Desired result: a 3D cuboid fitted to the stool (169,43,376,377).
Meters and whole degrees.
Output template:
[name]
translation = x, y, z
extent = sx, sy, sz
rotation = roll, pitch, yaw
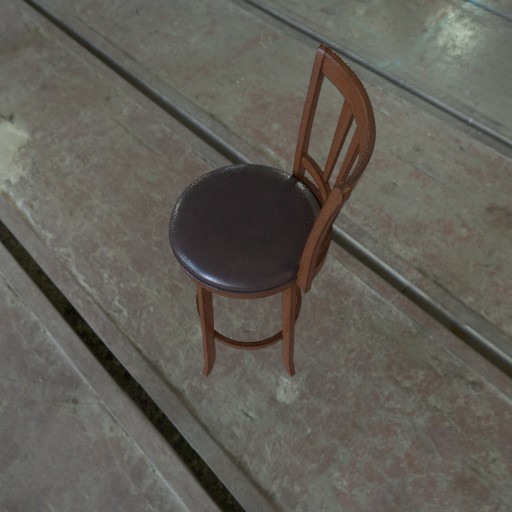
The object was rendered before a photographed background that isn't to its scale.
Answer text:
[stool]
translation = 0.000, 0.000, 1.427
extent = 0.503, 1.177, 0.464
rotation = 0, 58, 0
